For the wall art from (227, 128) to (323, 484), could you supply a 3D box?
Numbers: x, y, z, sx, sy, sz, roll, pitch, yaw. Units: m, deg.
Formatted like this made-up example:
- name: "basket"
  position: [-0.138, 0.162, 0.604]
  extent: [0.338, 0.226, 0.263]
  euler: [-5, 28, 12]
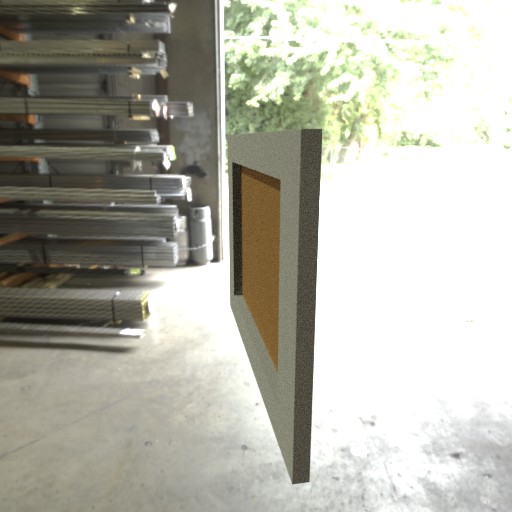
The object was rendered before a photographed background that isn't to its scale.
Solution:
- name: "wall art"
  position: [0.000, 0.000, 1.154]
  extent: [0.033, 0.617, 0.906]
  euler: [-3, 15, -10]
